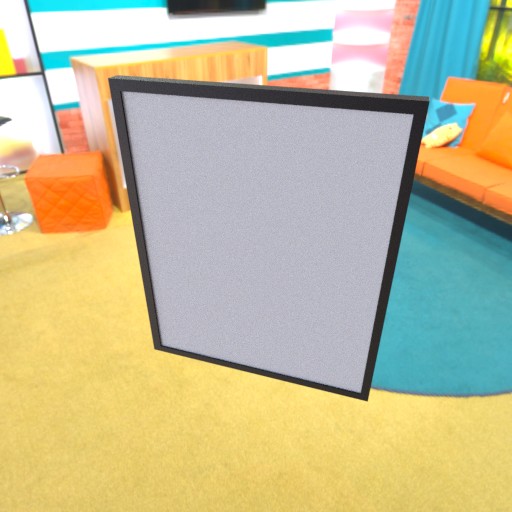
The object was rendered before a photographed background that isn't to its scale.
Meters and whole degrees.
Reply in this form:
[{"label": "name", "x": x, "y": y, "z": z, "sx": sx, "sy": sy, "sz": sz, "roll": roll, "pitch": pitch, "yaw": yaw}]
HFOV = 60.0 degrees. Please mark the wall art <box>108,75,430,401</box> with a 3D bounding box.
[{"label": "wall art", "x": 0.000, "y": 0.000, "z": 0.544, "sx": 0.325, "sy": 0.397, "sz": 0.018, "roll": 10, "pitch": 34, "yaw": 15}]
